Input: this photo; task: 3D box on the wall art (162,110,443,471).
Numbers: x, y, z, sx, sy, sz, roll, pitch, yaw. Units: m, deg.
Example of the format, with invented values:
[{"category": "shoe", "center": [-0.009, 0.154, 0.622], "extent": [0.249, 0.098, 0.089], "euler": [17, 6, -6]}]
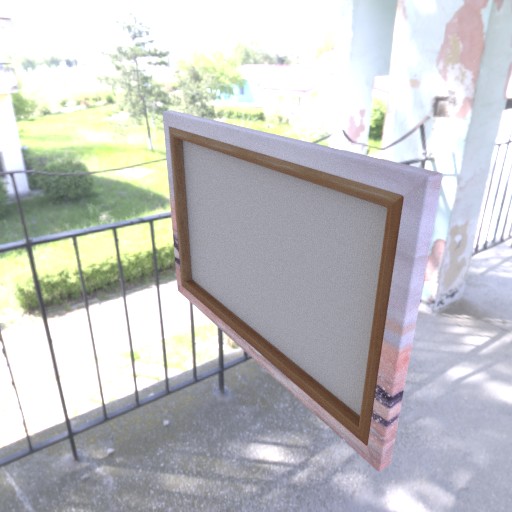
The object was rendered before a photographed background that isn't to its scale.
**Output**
[{"category": "wall art", "center": [0.000, 0.000, 1.114], "extent": [0.038, 0.609, 0.913], "euler": [-17, 30, -32]}]
